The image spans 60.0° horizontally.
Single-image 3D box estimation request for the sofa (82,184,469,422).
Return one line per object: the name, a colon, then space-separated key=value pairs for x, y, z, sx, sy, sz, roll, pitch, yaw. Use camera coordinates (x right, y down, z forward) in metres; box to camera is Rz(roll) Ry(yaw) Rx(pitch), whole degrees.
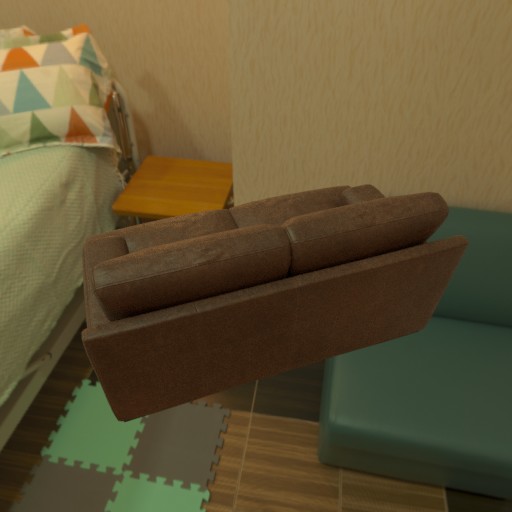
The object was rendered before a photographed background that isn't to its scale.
sofa: x=0.000 y=0.000 z=2.491 sx=1.880 sy=0.939 sz=1.143 roll=-13 pitch=42 yaw=-15
